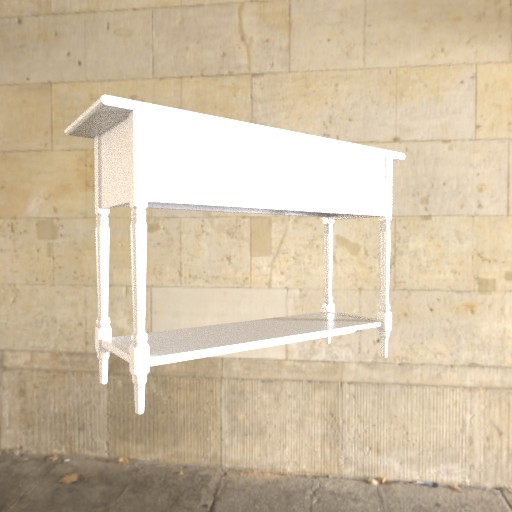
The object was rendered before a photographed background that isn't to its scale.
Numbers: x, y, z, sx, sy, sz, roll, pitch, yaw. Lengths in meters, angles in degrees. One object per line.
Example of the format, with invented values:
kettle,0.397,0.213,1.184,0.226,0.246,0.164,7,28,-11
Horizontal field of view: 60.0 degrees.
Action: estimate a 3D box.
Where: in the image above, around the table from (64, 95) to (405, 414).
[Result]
table,0.000,0.000,1.586,1.197,0.808,0.384,-1,2,-36
